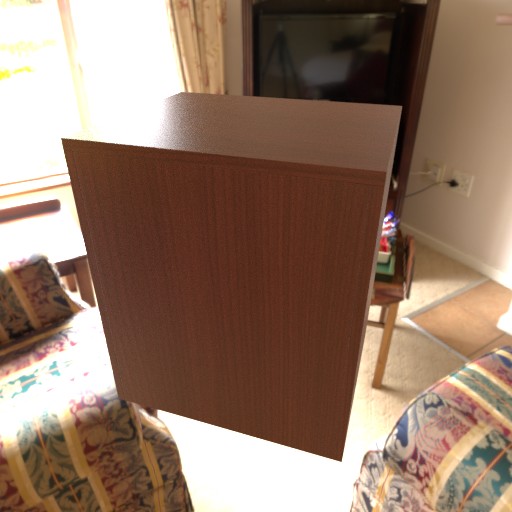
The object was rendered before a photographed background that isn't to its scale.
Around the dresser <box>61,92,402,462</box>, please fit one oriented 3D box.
[{"bbox_3d":[0.000,0.000,0.770,0.400,0.470,0.360,10,32,16],"label":"dresser"}]
